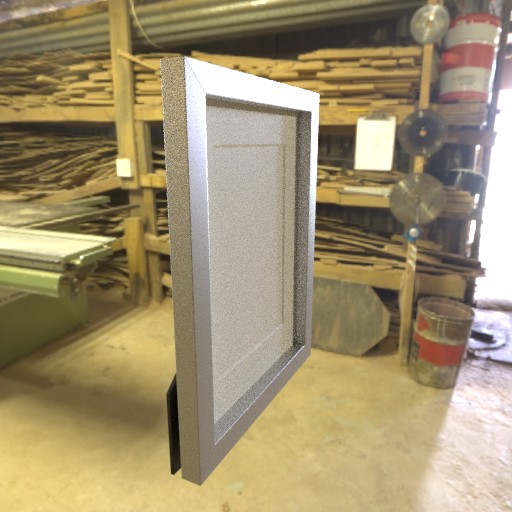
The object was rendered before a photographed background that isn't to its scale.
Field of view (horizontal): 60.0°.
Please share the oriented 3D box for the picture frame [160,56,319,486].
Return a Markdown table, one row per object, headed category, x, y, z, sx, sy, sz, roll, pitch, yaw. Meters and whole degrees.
| category | x | y | z | sx | sy | sz | roll | pitch | yaw |
| --- | --- | --- | --- | --- | --- | --- | --- | --- | --- |
| picture frame | 0.000 | 0.000 | 0.522 | 0.036 | 0.386 | 0.307 | 7 | 16 | 26 |
